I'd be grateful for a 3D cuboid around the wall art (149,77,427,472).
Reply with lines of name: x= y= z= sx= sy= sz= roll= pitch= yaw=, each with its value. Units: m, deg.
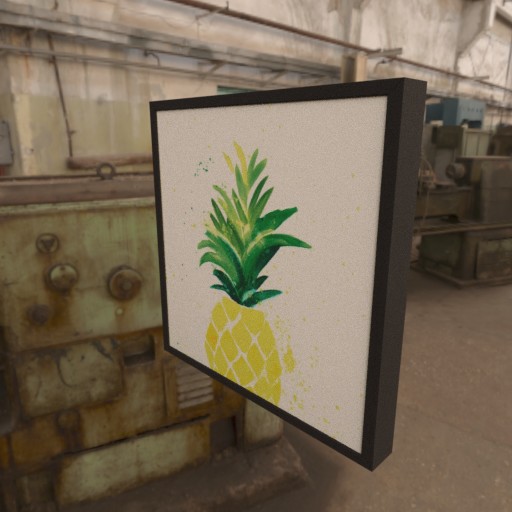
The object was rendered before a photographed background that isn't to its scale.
wall art: x=0.000 y=0.000 z=0.441 sx=0.033 sy=0.304 sz=0.305 roll=-15 pitch=21 yaw=-43
